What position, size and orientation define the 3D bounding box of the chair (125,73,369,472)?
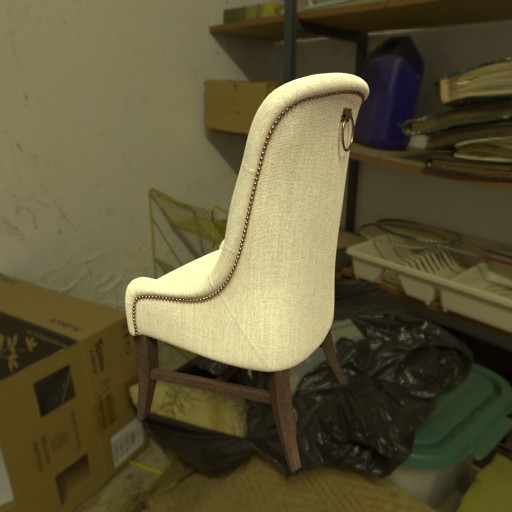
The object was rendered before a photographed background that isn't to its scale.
[{"bbox_3d":[0.000,0.000,1.462,0.629,1.091,0.634,9,19,26],"label":"chair"}]
